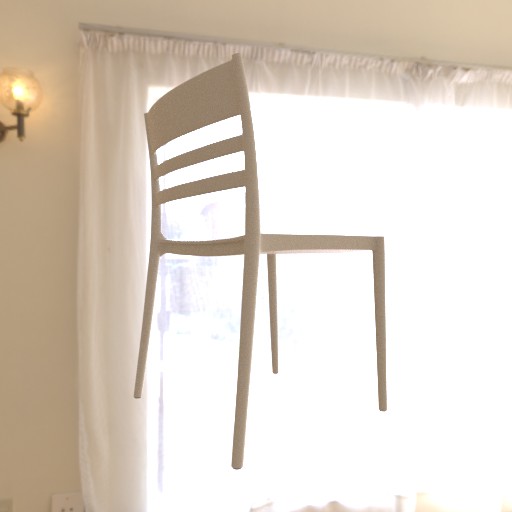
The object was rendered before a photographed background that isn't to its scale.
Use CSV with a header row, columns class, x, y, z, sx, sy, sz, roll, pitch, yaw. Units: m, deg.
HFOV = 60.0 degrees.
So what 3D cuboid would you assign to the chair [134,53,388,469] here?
class,x,y,z,sx,sy,sz,roll,pitch,yaw
chair,0.000,0.000,1.180,0.511,0.800,0.531,0,0,-36
